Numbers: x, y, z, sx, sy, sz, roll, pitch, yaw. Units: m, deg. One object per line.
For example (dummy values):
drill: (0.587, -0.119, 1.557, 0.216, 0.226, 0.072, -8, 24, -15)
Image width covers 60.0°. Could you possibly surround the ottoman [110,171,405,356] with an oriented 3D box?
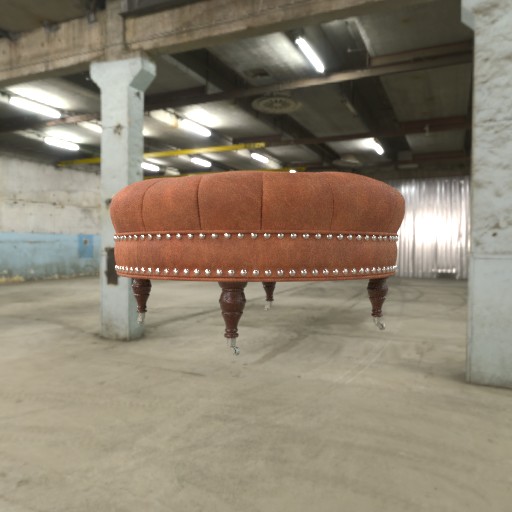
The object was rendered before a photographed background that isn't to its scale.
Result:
ottoman: (0.000, 0.000, 1.399, 0.901, 0.444, 0.901, 0, 1, 0)
